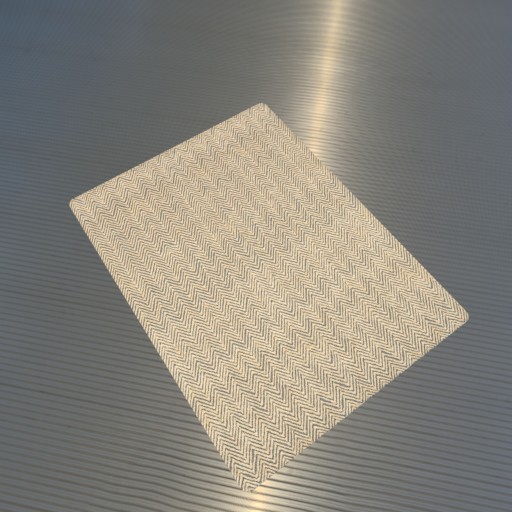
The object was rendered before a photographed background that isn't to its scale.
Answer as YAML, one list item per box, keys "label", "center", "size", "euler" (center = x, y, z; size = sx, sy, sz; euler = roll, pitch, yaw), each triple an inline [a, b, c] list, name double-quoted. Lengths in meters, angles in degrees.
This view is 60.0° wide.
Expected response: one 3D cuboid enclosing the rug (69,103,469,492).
- label: "rug"
  center: [0.000, 0.000, 4.220]
  size: [2.439, 0.014, 3.207]
  euler: [-32, 67, -15]
